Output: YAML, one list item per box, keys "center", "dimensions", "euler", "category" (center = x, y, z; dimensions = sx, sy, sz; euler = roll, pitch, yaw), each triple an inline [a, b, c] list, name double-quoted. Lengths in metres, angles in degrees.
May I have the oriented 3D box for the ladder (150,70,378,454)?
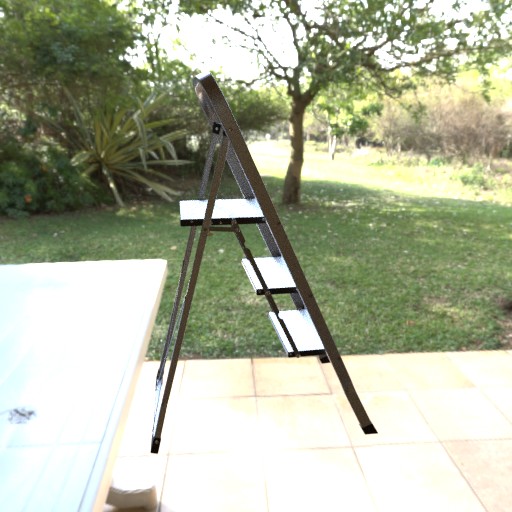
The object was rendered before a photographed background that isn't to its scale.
- center: [0.000, 0.000, 1.407]
  dimensions: [0.704, 1.070, 0.465]
  euler: [-3, 17, -9]
  category: "ladder"
